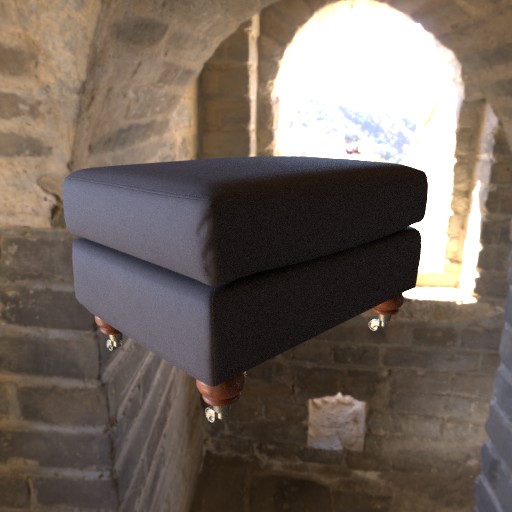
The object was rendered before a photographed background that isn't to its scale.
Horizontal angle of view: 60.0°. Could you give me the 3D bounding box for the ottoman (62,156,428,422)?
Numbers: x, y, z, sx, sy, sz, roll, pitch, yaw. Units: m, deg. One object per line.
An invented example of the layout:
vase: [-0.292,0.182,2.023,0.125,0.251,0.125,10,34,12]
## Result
ottoman: [0.000,0.000,1.150,0.773,0.497,0.574,-15,21,-42]
